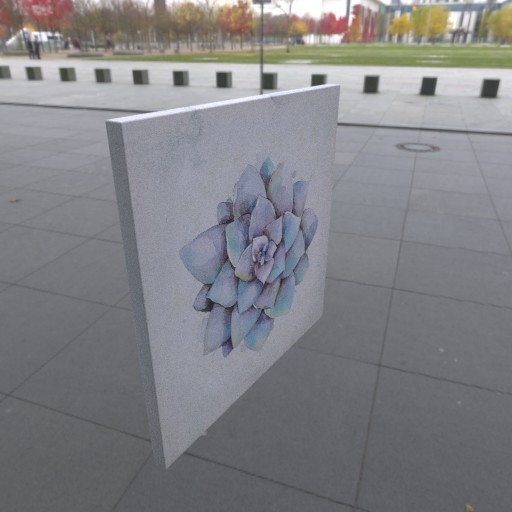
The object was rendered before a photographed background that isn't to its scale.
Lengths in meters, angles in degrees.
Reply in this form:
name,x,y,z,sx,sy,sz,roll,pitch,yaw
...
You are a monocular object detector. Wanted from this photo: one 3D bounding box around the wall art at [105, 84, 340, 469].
name,x,y,z,sx,sy,sz,roll,pitch,yaw
wall art,0.000,0.000,1.123,0.038,0.762,0.762,17,31,31
